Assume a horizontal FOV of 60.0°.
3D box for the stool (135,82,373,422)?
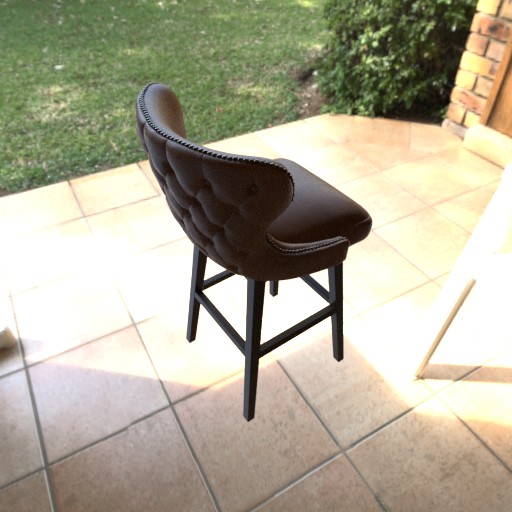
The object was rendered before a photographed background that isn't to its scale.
[{"bbox_3d":[0.000,0.000,1.494,0.606,1.087,0.591,-26,48,-26],"label":"stool"}]
